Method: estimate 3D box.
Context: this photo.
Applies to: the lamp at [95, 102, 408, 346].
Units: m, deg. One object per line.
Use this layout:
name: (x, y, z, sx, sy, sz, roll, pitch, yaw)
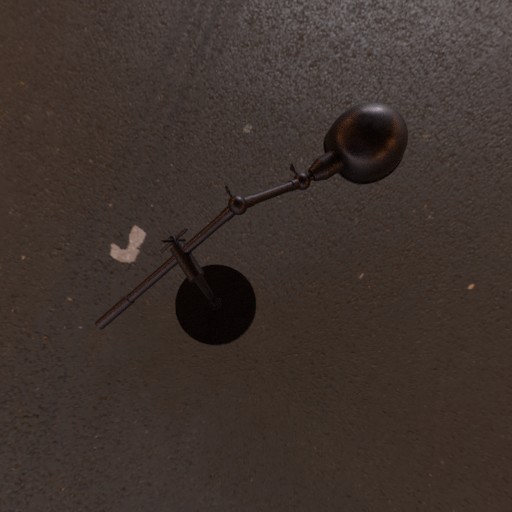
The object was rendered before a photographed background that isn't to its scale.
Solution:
lamp: (0.000, 0.000, 0.812, 0.567, 0.495, 0.185, -32, 79, -7)
